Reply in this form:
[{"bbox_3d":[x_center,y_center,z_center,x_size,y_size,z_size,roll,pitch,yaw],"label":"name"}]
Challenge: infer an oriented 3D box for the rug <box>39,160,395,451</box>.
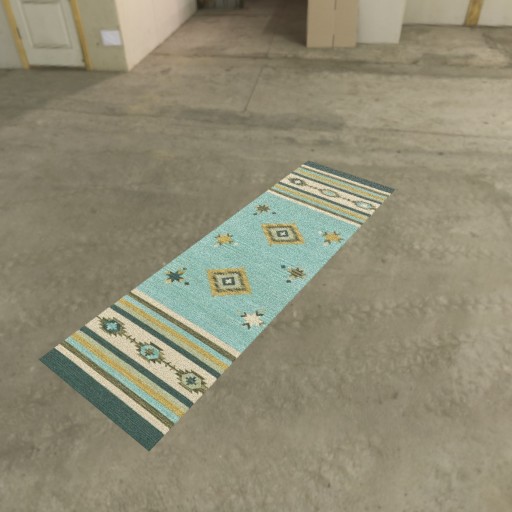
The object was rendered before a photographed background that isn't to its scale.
[{"bbox_3d":[0.000,0.000,2.676,0.744,0.010,2.441,25,46,27],"label":"rug"}]
